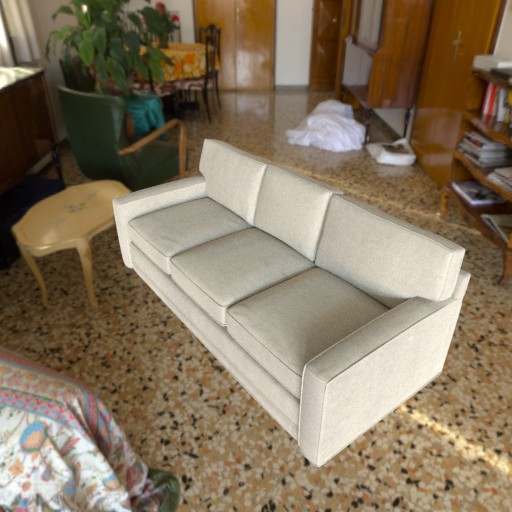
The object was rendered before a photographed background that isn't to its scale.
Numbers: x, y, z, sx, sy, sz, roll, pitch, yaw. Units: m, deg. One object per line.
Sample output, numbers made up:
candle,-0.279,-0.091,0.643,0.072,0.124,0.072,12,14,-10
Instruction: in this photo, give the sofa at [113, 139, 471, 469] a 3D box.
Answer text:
sofa,0.000,0.000,2.638,0.936,0.862,2.093,-22,37,-31
